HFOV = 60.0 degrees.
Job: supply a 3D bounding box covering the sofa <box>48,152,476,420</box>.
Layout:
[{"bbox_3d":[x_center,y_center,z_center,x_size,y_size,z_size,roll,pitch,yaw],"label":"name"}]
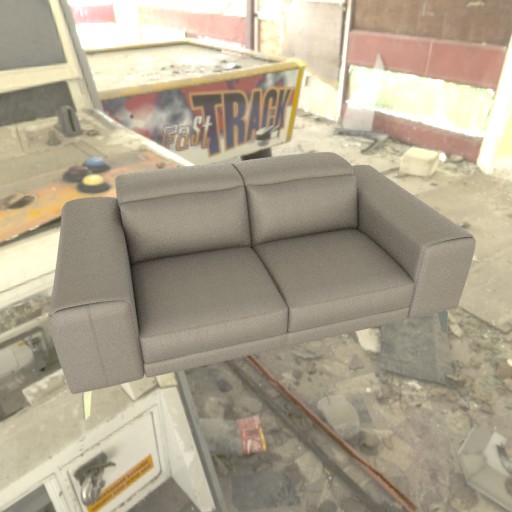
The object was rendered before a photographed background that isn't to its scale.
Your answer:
[{"bbox_3d":[0.000,0.000,2.368,1.930,0.753,1.024,-9,33,-15],"label":"sofa"}]
